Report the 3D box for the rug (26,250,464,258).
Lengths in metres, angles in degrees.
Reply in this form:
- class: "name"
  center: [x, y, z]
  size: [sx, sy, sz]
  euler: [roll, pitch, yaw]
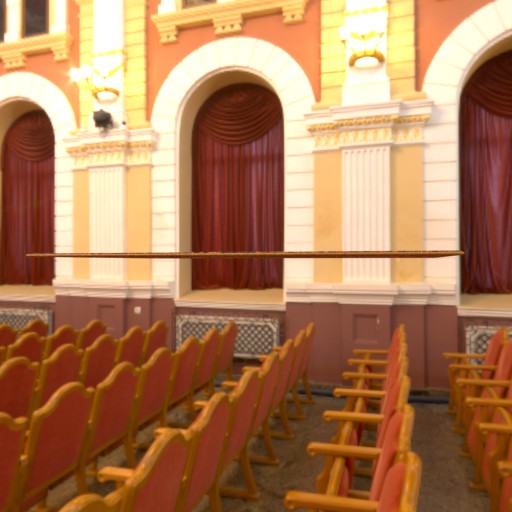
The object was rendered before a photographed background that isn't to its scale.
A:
- class: "rug"
  center: [0.000, 0.000, 1.087]
  size: [0.863, 0.008, 0.557]
  euler: [0, -1, 18]
